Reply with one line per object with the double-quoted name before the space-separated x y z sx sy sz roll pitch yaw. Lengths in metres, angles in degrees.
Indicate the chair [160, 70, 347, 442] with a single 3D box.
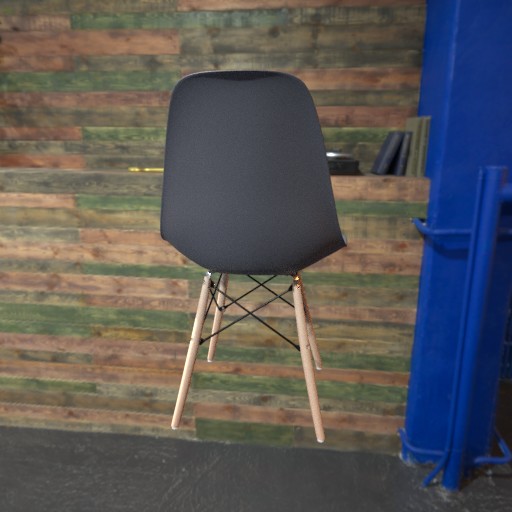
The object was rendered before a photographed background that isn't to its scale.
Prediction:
"chair" 0.000 0.000 1.154 0.470 0.826 0.533 2 15 8
